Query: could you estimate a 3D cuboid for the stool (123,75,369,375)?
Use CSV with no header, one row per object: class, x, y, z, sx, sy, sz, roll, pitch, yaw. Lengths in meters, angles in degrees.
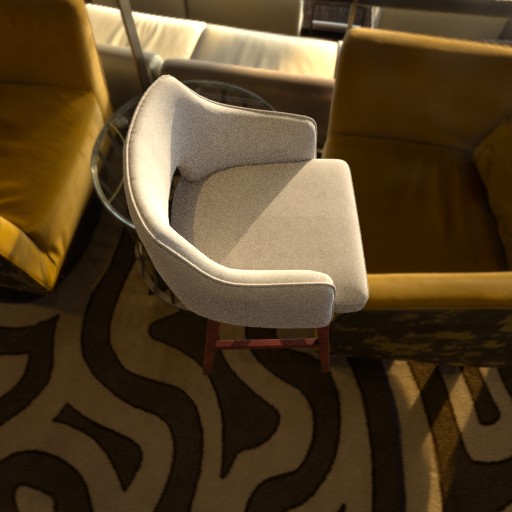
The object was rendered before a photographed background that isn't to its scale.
stool,0.000,0.000,1.346,0.558,1.012,0.548,-1,62,-1
